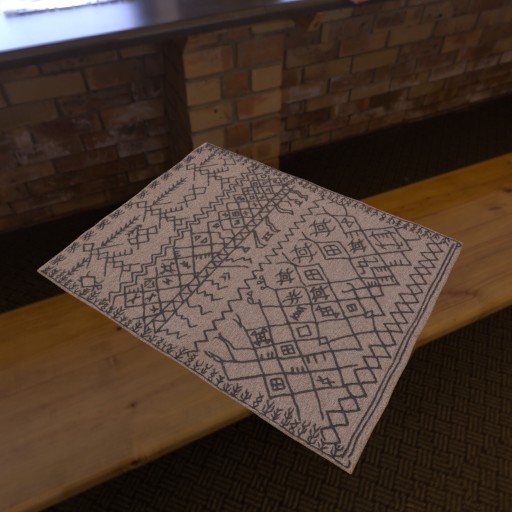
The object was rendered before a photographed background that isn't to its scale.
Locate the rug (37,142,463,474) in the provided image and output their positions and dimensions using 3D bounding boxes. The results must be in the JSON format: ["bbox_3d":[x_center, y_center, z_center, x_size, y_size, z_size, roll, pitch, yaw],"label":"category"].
[{"bbox_3d":[0.000,0.000,3.225,2.455,0.025,1.964,26,52,22],"label":"rug"}]
